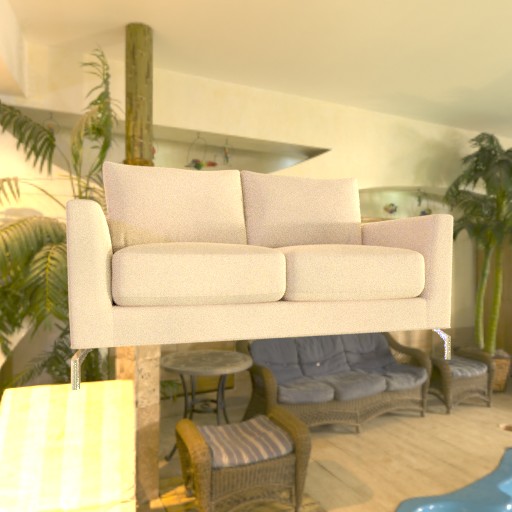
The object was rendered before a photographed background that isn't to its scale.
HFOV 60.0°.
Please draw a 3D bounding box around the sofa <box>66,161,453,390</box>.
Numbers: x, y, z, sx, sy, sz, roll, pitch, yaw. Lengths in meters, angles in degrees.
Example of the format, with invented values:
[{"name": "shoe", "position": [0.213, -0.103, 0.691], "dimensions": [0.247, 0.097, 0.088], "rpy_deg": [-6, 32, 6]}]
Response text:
[{"name": "sofa", "position": [0.000, 0.000, 2.288], "dimensions": [1.739, 0.995, 0.906], "rpy_deg": [0, -1, -18]}]
